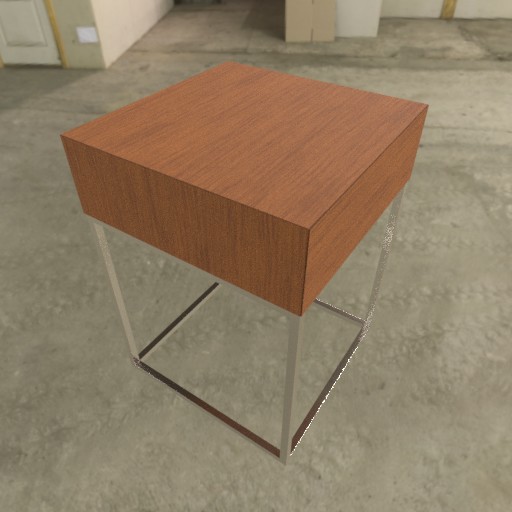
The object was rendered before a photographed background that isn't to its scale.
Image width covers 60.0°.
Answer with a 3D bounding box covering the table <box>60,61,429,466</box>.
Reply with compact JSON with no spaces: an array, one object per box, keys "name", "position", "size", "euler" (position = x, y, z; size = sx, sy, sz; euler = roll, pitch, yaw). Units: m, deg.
[{"name":"table","position":[0.000,0.000,0.839],"size":[0.398,0.540,0.397],"euler":[23,46,25]}]
